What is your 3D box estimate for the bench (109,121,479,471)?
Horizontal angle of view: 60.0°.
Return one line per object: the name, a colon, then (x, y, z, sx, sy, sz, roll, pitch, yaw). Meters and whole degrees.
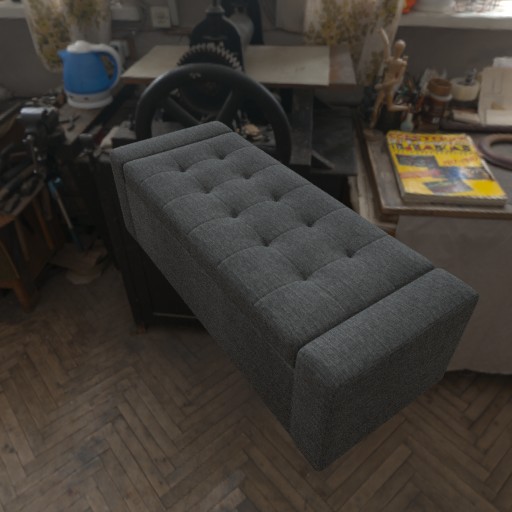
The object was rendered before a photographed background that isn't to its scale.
bench: (0.000, 0.000, 1.548, 0.508, 0.445, 1.296, -24, 46, -26)
